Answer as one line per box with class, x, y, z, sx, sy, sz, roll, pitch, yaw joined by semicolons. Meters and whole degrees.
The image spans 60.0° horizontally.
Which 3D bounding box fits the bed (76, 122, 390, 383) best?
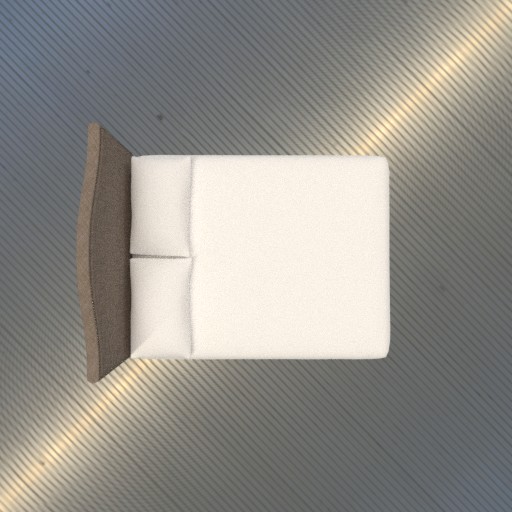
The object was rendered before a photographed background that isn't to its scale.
bed;0.000;0.000;3.354;2.153;1.518;1.713;0;89;0
